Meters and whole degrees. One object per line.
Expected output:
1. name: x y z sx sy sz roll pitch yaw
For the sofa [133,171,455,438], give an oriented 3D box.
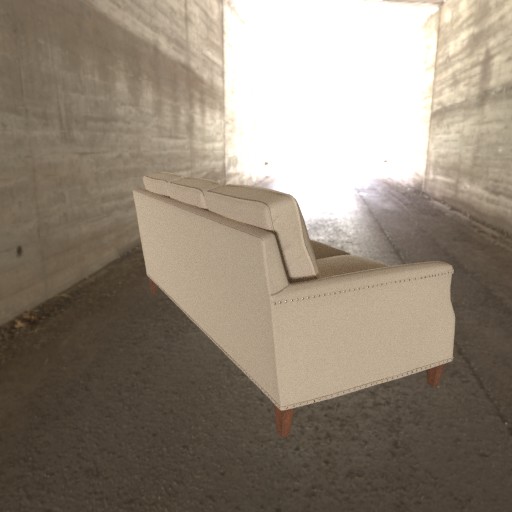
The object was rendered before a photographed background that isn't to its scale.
1. sofa: 0.000 0.000 2.839 1.084 1.003 2.246 -7 15 -26
